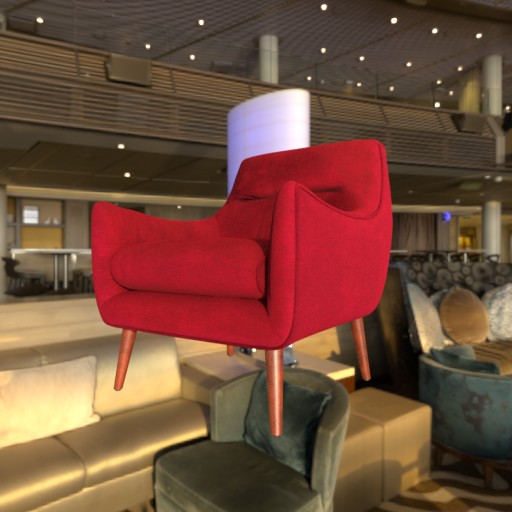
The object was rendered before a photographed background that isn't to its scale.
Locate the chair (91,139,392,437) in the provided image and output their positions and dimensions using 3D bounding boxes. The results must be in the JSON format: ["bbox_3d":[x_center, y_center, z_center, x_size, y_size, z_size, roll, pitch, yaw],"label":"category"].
[{"bbox_3d":[0.000,0.000,1.476,0.762,0.838,0.787,0,1,36],"label":"chair"}]
